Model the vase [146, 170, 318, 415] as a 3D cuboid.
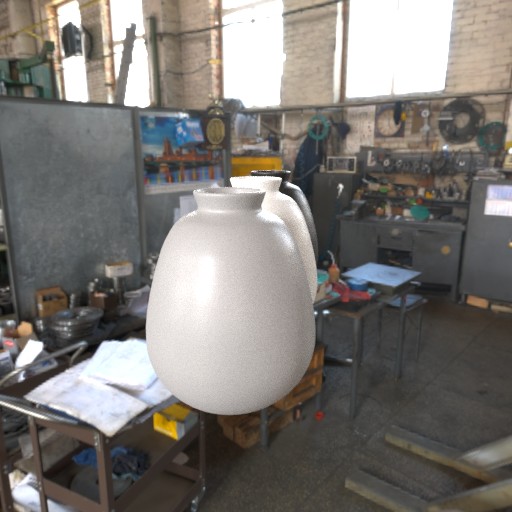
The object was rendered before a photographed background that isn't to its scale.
[{"bbox_3d":[0.000,0.000,0.351,0.097,0.122,0.297,2,14,8],"label":"vase"}]
